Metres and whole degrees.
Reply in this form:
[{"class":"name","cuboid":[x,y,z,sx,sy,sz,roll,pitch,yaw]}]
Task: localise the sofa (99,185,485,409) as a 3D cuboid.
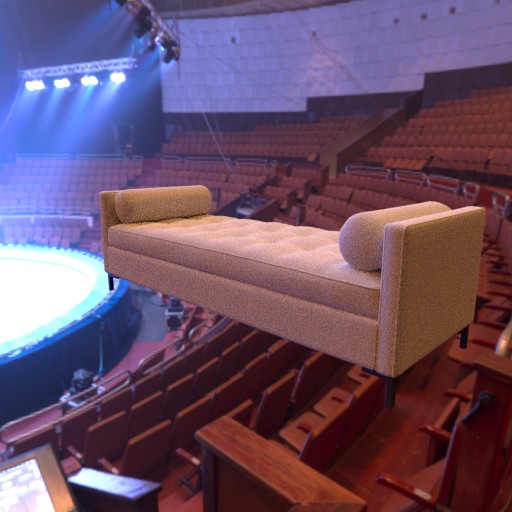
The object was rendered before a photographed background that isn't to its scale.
[{"class":"sofa","cuboid":[0.000,0.000,2.323,1.985,0.641,0.746,12,17,43]}]
